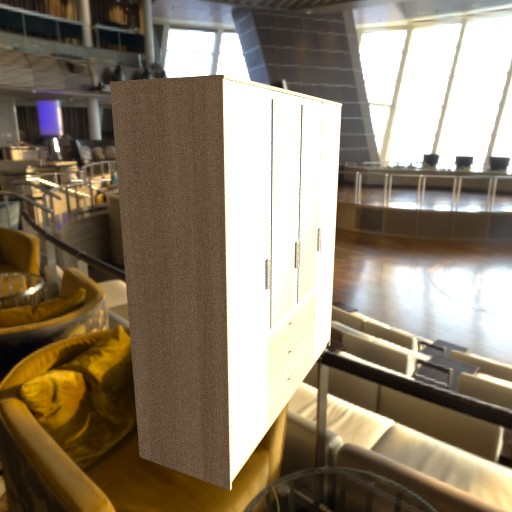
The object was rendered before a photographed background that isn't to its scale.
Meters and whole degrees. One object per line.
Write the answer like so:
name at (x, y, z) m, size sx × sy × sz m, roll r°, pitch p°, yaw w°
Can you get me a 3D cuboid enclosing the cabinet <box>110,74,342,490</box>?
cabinet at (0.000, 0.000, 3.015) m, size 0.620 × 2.060 × 1.870 m, roll 7°, pitch 17°, yaw 24°
